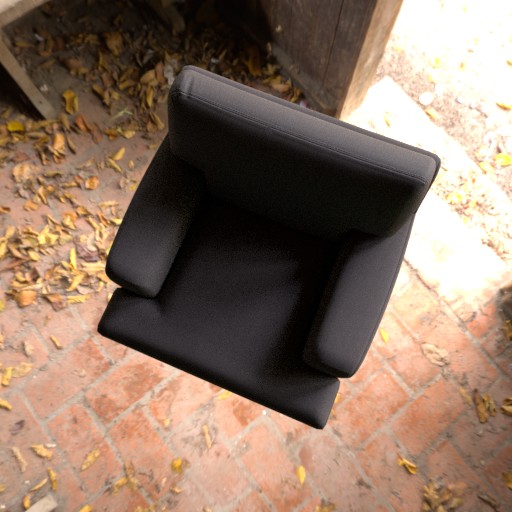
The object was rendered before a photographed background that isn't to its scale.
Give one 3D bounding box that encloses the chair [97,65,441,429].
[{"bbox_3d":[0.000,0.000,1.927,1.168,0.940,1.143,22,77,5],"label":"chair"}]
